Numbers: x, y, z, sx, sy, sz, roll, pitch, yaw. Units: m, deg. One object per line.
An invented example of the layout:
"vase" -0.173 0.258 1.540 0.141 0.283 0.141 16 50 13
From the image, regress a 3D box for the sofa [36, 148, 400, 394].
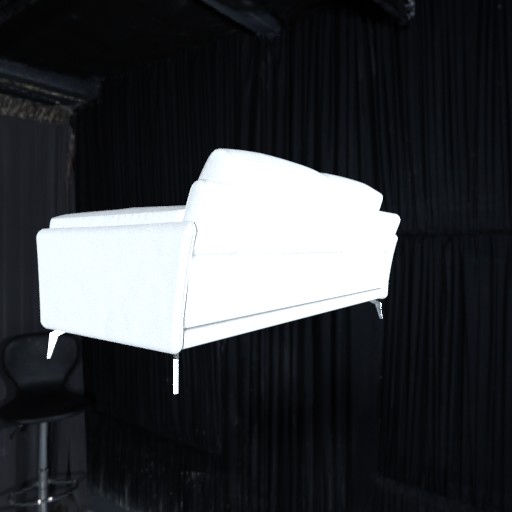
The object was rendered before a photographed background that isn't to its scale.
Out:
"sofa" 0.000 0.000 2.604 1.049 0.930 2.101 1 1 36
